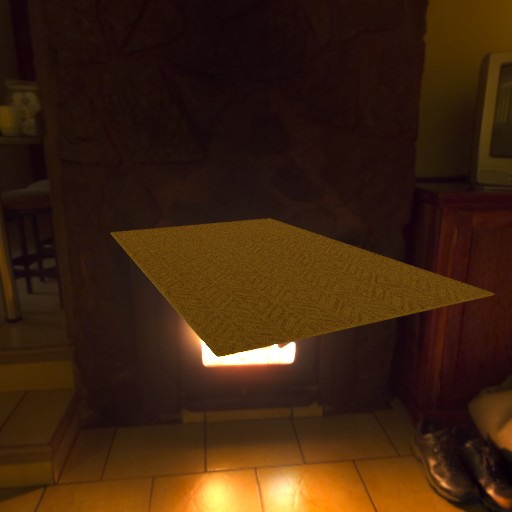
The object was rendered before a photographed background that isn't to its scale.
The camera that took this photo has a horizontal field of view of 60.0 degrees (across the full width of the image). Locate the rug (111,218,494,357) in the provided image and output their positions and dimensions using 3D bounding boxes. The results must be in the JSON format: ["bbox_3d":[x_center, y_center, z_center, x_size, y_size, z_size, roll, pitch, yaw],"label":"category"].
[{"bbox_3d":[0.000,0.000,2.985,1.523,0.008,2.438,-7,17,-25],"label":"rug"}]
